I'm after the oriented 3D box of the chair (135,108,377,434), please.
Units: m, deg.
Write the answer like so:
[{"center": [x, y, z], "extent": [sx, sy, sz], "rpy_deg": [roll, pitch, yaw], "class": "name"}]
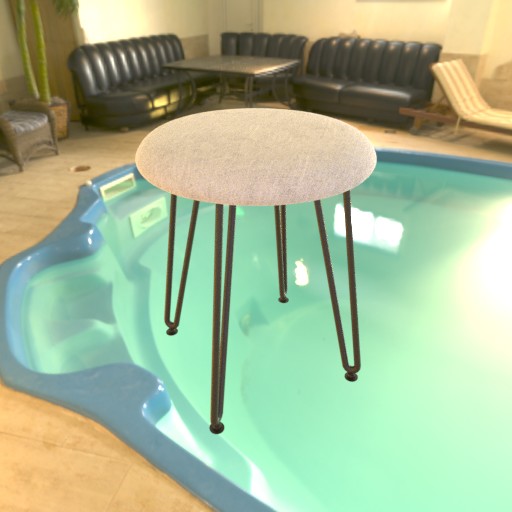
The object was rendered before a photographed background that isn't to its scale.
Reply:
[{"center": [0.000, 0.000, 0.663], "extent": [0.350, 0.386, 0.350], "rpy_deg": [10, 32, 17], "class": "chair"}]
